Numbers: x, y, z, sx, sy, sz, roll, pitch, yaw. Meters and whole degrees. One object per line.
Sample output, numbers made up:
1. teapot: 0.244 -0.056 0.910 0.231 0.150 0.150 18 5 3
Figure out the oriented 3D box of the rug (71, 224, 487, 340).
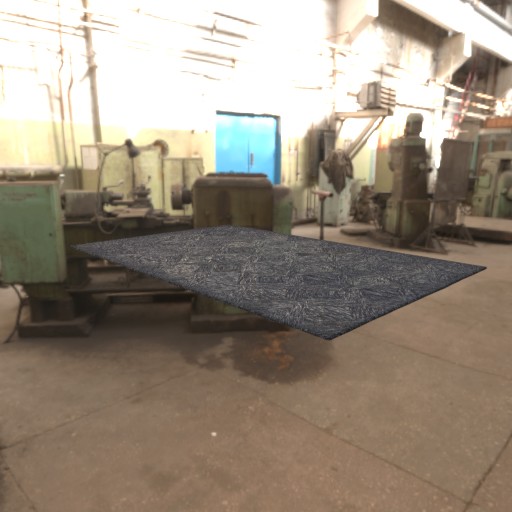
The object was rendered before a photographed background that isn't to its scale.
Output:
1. rug: 0.000 0.000 2.178 1.139 0.010 1.754 -12 17 -42
